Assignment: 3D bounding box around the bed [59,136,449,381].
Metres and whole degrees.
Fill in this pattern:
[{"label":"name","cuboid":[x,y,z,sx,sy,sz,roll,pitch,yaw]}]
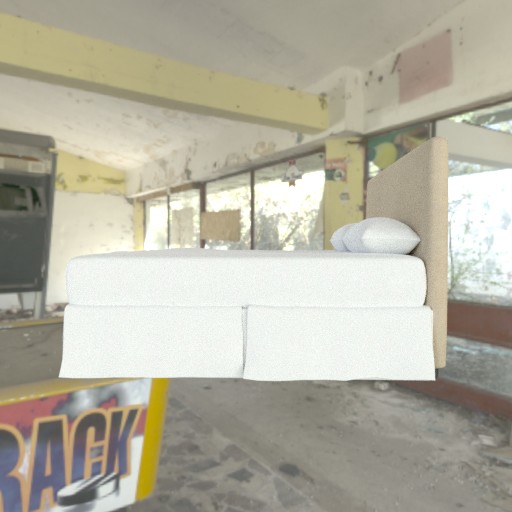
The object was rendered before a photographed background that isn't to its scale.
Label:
[{"label":"bed","cuboid":[0.000,0.000,3.186,2.142,1.330,1.723,0,1,2]}]
